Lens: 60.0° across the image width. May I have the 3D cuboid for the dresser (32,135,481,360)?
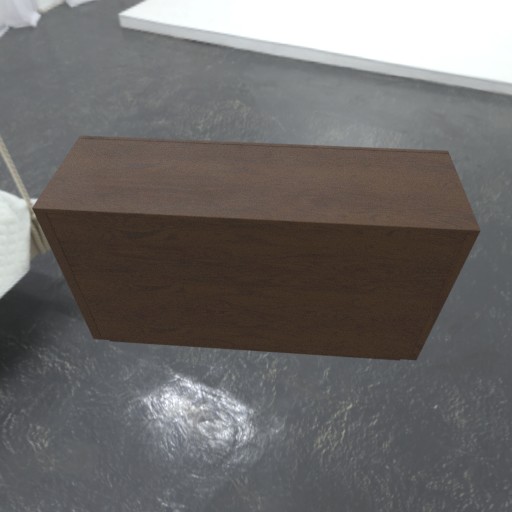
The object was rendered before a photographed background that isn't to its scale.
[{"bbox_3d":[0.000,0.000,1.995,1.523,0.889,0.512,3,46,3],"label":"dresser"}]
